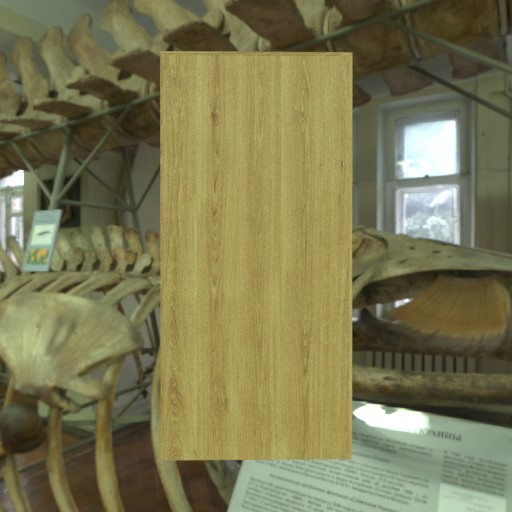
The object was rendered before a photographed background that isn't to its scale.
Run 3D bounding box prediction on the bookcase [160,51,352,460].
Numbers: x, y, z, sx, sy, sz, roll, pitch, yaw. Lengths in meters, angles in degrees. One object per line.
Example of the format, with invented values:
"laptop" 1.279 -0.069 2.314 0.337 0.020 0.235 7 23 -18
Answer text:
"bookcase" 0.000 0.000 2.403 0.950 2.020 0.420 0 0 -1
